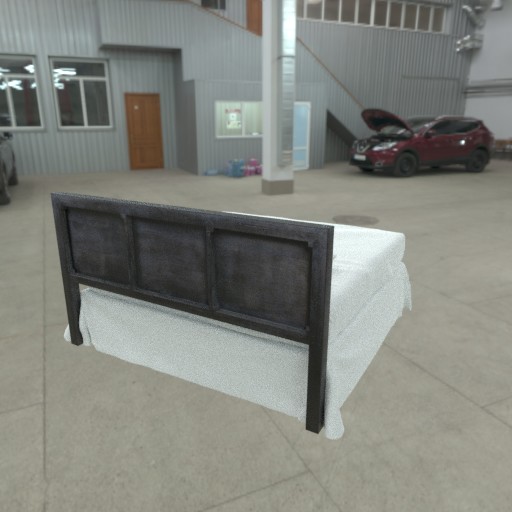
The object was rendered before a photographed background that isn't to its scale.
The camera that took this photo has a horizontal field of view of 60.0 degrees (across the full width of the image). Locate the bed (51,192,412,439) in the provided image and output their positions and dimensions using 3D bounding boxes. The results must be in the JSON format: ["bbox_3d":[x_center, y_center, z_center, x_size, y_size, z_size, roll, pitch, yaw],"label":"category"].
[{"bbox_3d":[0.000,0.000,3.590,2.255,1.158,2.165,10,20,29],"label":"bed"}]
